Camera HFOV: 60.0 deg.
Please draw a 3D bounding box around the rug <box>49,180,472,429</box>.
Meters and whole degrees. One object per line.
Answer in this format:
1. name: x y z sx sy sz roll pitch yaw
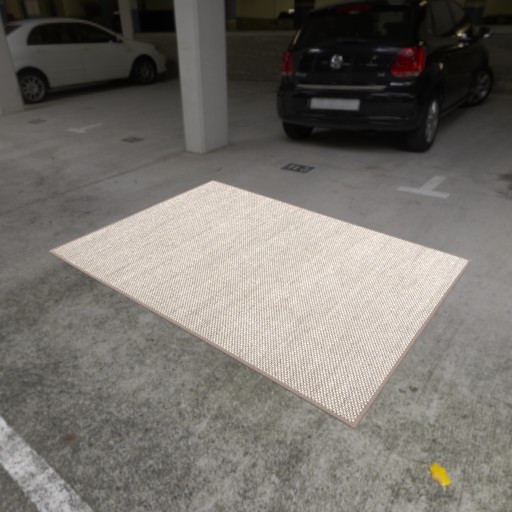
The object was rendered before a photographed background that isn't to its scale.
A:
1. rug: 0.000 0.000 2.711 2.115 0.013 1.517 22 38 32
